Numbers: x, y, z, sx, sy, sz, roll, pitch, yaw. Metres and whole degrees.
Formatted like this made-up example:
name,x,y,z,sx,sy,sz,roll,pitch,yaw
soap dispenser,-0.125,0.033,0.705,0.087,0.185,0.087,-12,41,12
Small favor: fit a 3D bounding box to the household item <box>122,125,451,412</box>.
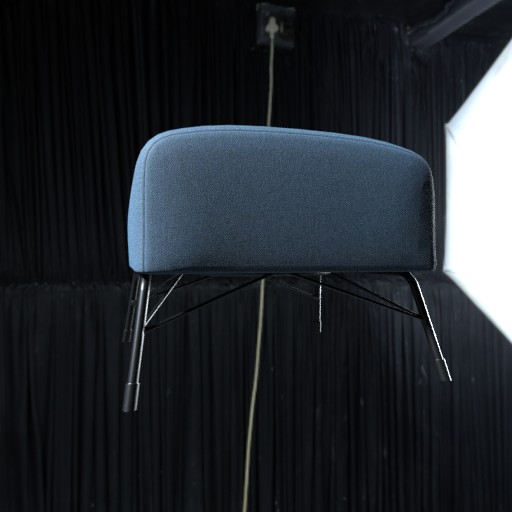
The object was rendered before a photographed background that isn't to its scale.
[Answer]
name,x,y,z,sx,sy,sz,roll,pitch,yaw
household item,0.000,0.000,0.919,0.530,0.420,0.530,0,0,-17
